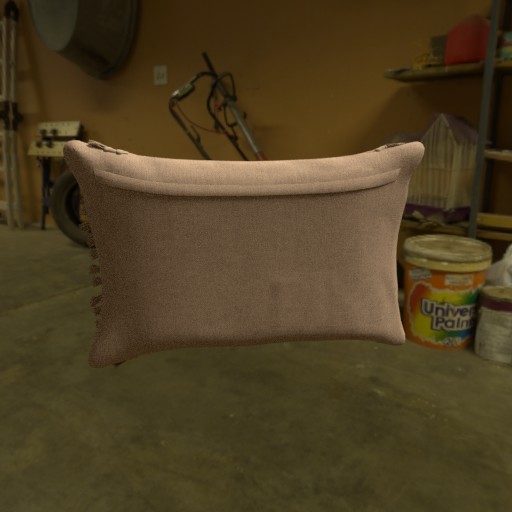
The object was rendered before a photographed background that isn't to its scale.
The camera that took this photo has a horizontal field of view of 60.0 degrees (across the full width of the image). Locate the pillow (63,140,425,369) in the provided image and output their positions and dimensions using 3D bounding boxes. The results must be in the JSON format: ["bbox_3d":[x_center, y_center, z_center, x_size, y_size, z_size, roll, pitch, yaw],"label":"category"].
[{"bbox_3d":[0.000,0.000,0.602,0.466,0.305,0.084,-3,15,-10],"label":"pillow"}]
